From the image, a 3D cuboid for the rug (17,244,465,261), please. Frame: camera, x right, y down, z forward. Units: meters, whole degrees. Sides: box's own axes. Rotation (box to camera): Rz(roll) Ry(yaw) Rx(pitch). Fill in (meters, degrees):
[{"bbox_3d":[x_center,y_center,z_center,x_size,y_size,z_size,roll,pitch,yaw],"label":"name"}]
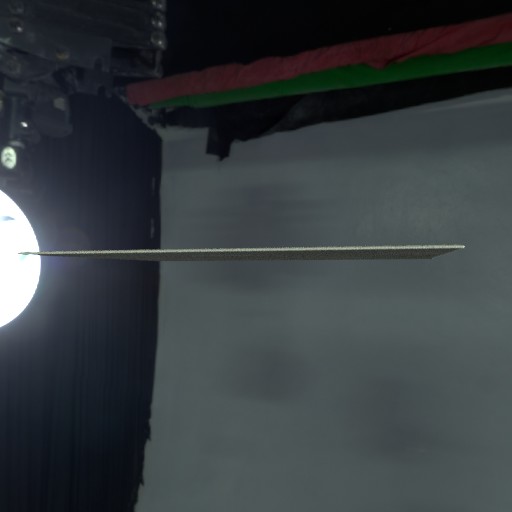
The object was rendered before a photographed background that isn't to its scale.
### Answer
[{"bbox_3d":[0.000,0.000,2.818,2.202,0.014,1.598,-1,-2,17],"label":"rug"}]
